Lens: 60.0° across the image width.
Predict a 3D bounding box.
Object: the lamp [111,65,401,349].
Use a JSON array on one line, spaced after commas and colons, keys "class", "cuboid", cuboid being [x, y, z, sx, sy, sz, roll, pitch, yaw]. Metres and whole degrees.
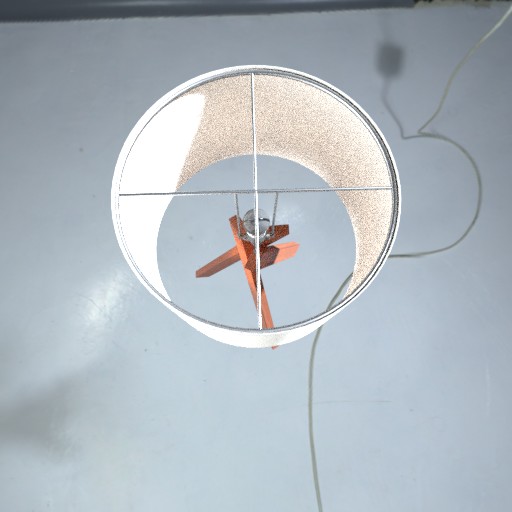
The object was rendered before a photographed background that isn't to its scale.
[{"class": "lamp", "cuboid": [0.000, 0.000, 0.913, 0.380, 0.686, 0.380, -2, 75, 0]}]
